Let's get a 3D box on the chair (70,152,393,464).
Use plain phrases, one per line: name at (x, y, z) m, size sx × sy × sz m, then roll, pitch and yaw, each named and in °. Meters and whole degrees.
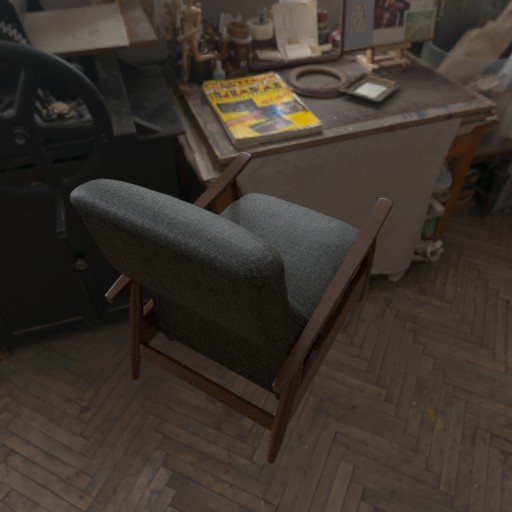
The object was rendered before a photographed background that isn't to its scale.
chair at (0.000, 0.000, 1.767) m, size 0.762 × 1.082 × 1.014 m, roll 23°, pitch 49°, yaw 21°
